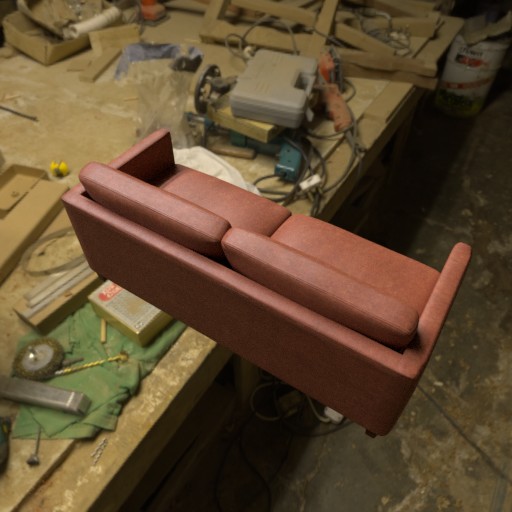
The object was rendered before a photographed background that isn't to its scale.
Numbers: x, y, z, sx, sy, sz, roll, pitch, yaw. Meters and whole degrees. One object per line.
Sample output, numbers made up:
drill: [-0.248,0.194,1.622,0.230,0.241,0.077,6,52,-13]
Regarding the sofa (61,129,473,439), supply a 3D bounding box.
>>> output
sofa: [0.000,0.000,2.705,2.204,0.932,0.950,25,52,22]
